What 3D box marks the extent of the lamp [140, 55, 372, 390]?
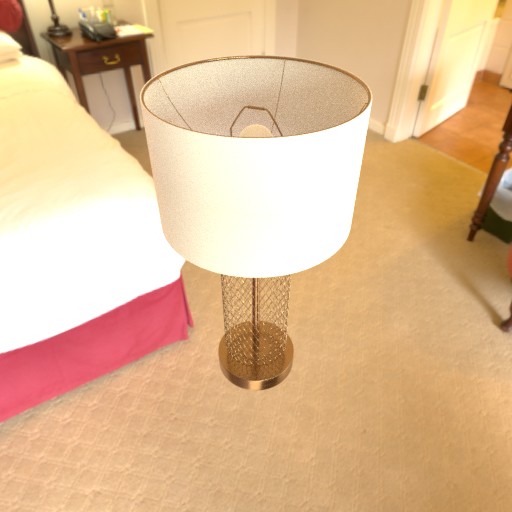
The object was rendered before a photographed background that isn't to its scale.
[{"bbox_3d":[0.000,0.000,0.644,0.252,0.483,0.252,12,41,14],"label":"lamp"}]
